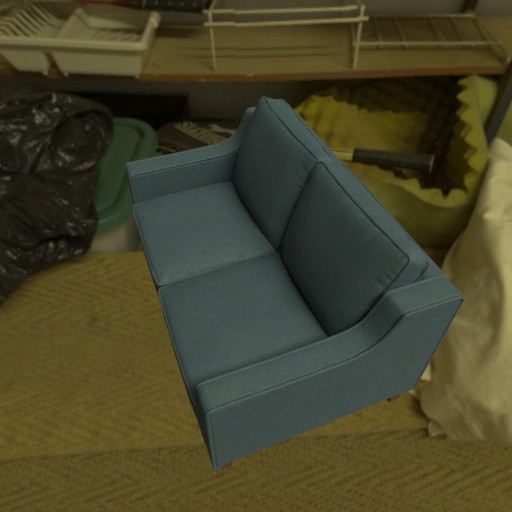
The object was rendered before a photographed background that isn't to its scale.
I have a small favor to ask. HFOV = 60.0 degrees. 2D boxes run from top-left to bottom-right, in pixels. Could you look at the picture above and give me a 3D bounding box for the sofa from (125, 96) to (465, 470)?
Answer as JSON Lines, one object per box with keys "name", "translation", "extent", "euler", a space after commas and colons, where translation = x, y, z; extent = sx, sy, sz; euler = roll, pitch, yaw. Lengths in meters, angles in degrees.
{"name": "sofa", "translation": [0.000, 0.000, 2.134], "extent": [0.987, 0.971, 1.501], "euler": [-16, 48, -15]}
